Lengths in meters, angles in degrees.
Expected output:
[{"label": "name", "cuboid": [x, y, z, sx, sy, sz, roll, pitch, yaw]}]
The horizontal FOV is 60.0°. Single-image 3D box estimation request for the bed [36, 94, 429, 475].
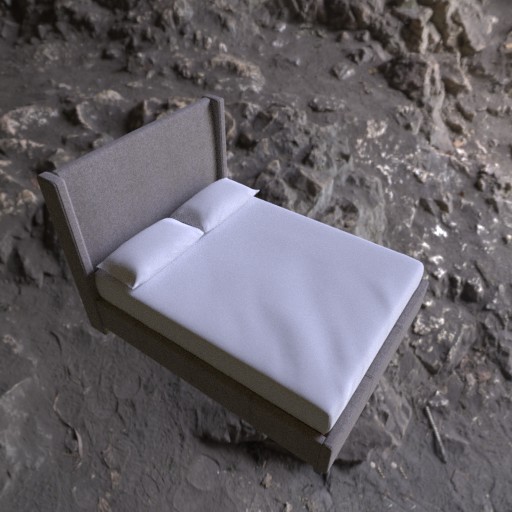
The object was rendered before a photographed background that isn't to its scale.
[{"label": "bed", "cuboid": [0.000, 0.000, 3.340, 2.245, 1.476, 1.714, 24, 46, 26]}]
